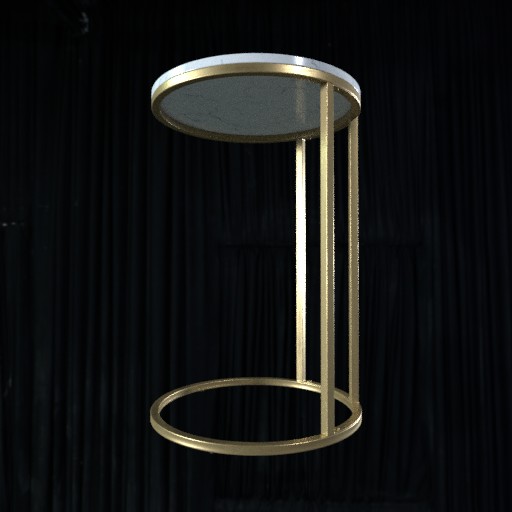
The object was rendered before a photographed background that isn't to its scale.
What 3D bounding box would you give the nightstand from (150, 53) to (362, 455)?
[{"bbox_3d":[0.000,0.000,0.868,0.400,0.610,0.400,0,-1,-2],"label":"nightstand"}]
